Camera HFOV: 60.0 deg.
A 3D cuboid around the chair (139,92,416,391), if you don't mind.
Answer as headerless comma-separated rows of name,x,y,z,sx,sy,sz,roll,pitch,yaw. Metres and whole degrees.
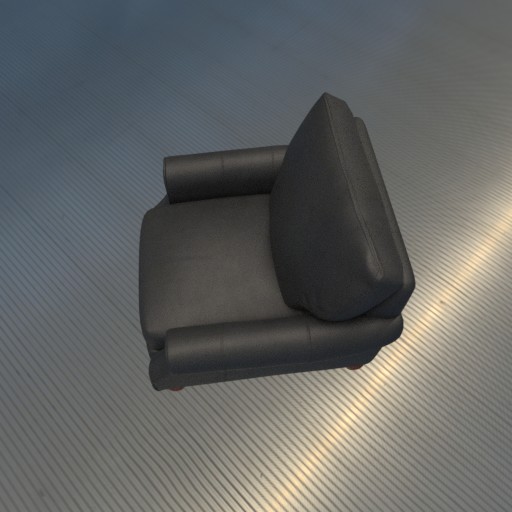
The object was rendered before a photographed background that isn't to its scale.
chair,0.000,0.000,1.826,1.027,0.960,1.015,-1,59,-1
